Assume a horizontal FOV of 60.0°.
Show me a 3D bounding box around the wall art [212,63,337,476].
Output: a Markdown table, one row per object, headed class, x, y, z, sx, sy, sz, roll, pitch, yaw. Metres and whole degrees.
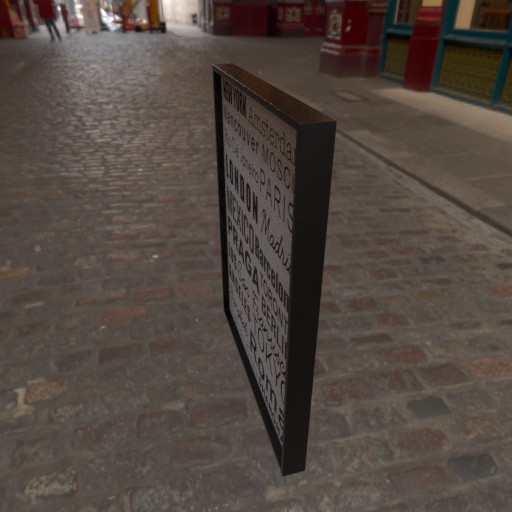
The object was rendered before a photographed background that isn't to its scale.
| class | x | y | z | sx | sy | sz | roll | pitch | yaw |
| --- | --- | --- | --- | --- | --- | --- | --- | --- | --- |
| wall art | 0.000 | 0.000 | 0.752 | 0.038 | 0.551 | 0.448 | -8 | 31 | -13 |
